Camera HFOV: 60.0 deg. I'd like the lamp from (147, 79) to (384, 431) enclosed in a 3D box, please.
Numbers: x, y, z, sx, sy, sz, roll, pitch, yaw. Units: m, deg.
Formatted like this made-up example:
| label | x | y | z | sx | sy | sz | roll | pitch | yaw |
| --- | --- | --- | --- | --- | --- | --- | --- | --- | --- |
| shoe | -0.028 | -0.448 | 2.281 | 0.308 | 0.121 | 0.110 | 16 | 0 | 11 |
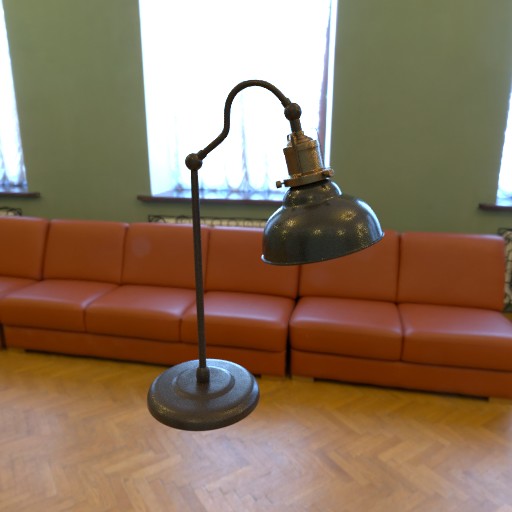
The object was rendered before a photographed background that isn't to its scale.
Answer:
| label | x | y | z | sx | sy | sz | roll | pitch | yaw |
| --- | --- | --- | --- | --- | --- | --- | --- | --- | --- |
| lamp | 0.000 | 0.000 | 0.681 | 0.374 | 0.508 | 0.192 | 3 | 16 | 10 |
